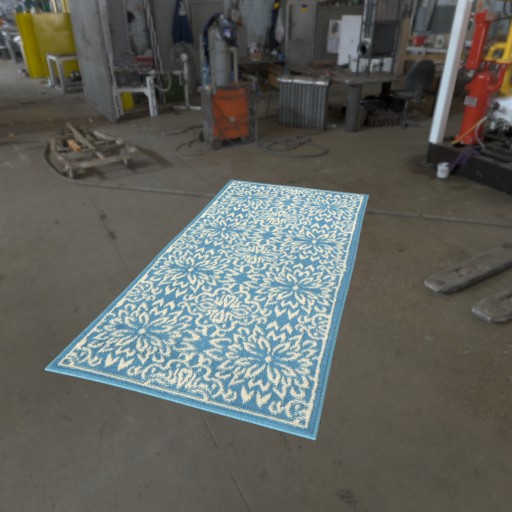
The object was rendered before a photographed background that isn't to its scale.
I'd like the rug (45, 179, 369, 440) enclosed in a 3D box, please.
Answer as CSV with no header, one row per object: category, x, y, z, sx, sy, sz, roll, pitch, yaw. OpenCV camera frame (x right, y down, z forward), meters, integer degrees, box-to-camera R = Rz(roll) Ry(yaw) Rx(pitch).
rug,0.000,0.000,1.399,0.604,0.007,1.219,9,32,15
